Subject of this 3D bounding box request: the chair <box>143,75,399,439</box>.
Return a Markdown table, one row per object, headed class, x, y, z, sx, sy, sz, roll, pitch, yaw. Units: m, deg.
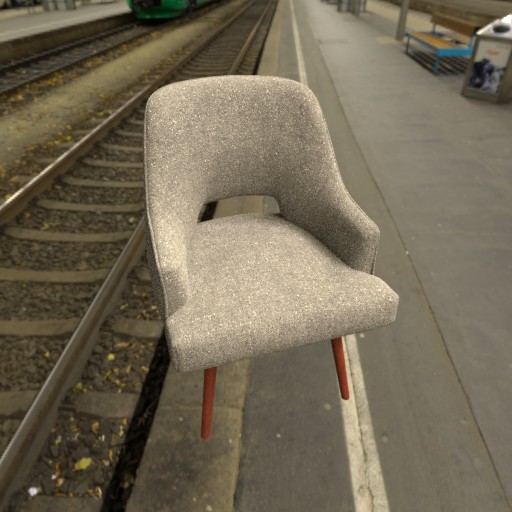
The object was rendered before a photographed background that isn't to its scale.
| class | x | y | z | sx | sy | sz | roll | pitch | yaw |
| --- | --- | --- | --- | --- | --- | --- | --- | --- | --- |
| chair | 0.000 | 0.000 | 1.279 | 0.608 | 0.875 | 0.629 | -10 | 34 | -15 |
